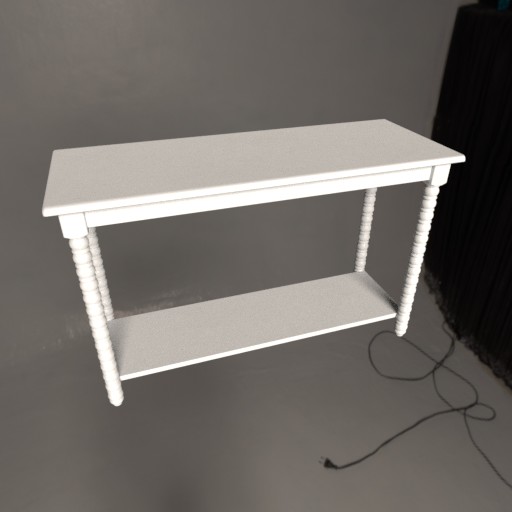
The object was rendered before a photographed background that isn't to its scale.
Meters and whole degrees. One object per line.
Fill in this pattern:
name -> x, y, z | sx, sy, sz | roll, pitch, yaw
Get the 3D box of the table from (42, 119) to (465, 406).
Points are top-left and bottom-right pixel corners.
table -> 0.000, 0.000, 1.544 | 1.184, 0.740, 0.459 | -10, 33, -15
